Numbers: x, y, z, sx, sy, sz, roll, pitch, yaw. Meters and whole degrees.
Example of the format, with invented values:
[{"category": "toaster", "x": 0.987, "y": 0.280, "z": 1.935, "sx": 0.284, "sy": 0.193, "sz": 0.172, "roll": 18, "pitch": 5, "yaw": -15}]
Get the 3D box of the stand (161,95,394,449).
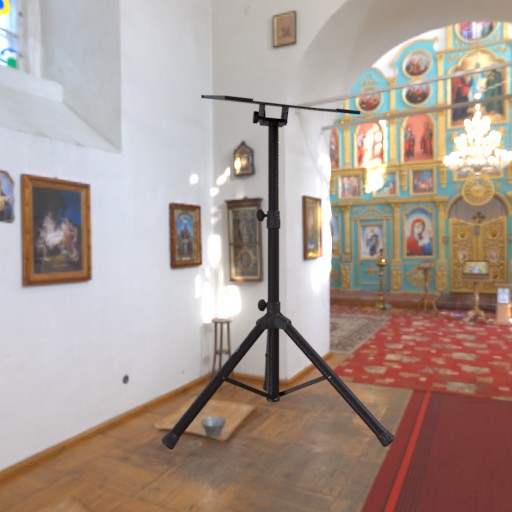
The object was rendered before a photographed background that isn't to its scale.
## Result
[{"category": "stand", "x": 0.000, "y": 0.000, "z": 1.602, "sx": 0.702, "sy": 1.198, "sz": 0.702, "roll": 0, "pitch": 0, "yaw": -18}]
